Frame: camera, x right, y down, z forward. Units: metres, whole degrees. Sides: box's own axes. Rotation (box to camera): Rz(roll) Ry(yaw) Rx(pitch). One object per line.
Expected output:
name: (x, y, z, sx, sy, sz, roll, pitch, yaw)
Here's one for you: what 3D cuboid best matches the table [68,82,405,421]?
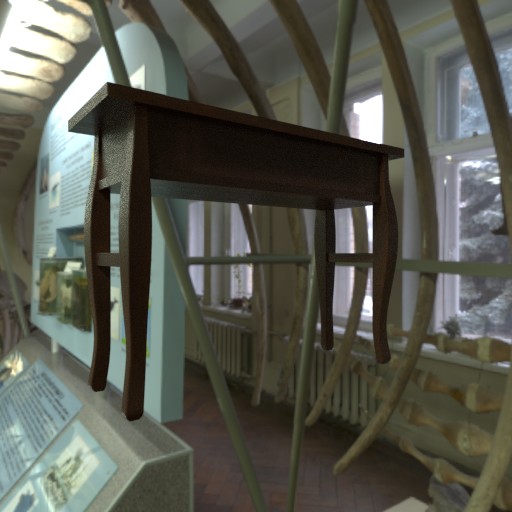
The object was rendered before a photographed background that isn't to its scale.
table: (0.000, 0.000, 1.428, 1.062, 0.768, 0.373, 0, 0, -36)
